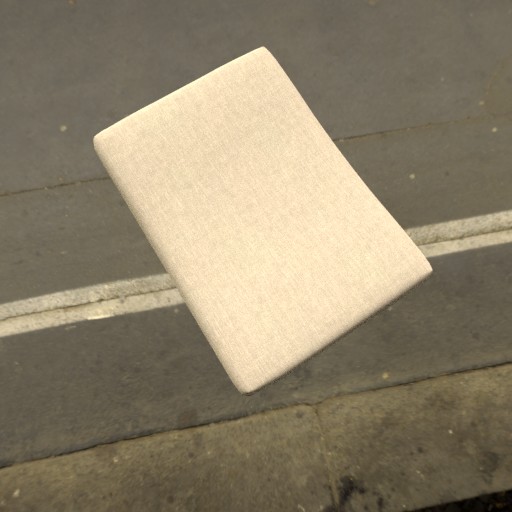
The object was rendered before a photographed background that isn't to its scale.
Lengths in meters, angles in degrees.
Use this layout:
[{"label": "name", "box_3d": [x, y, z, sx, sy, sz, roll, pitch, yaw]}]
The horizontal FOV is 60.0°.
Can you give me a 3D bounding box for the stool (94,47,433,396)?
[{"label": "stool", "box_3d": [0.000, 0.000, 0.981, 0.356, 0.660, 0.508, -31, 77, -8]}]
